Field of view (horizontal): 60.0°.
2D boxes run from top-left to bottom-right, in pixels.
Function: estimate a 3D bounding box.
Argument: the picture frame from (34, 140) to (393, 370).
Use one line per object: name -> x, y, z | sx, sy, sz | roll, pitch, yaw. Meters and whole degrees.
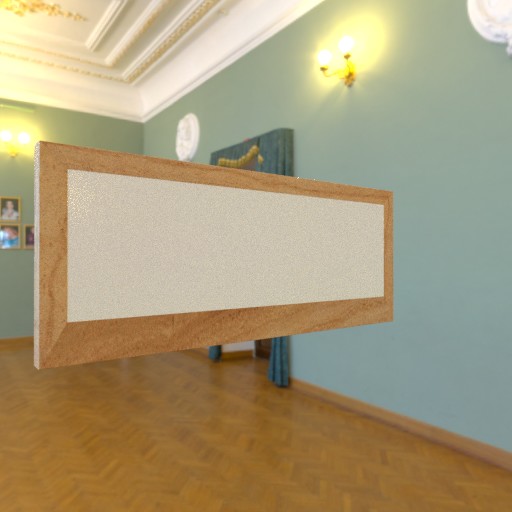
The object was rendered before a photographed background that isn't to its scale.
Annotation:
picture frame -> 0.000, 0.000, 0.642 | 0.582, 0.234, 0.045 | 0, 0, -37
